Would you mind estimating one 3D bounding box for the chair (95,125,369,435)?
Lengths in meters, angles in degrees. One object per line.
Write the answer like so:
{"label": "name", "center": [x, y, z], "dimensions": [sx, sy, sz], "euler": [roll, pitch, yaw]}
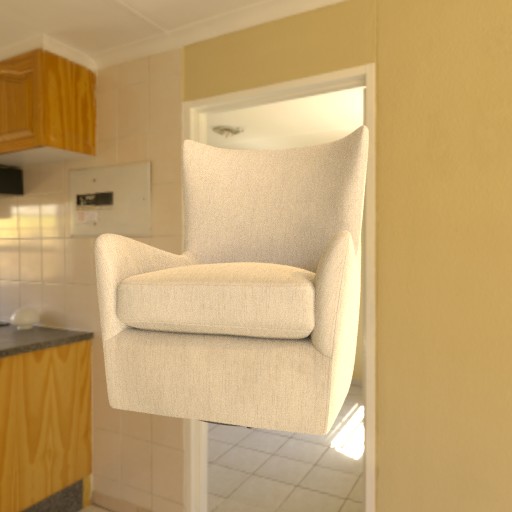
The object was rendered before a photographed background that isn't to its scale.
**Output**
{"label": "chair", "center": [0.000, 0.000, 1.637], "dimensions": [0.779, 1.000, 0.904], "euler": [0, 1, 18]}
